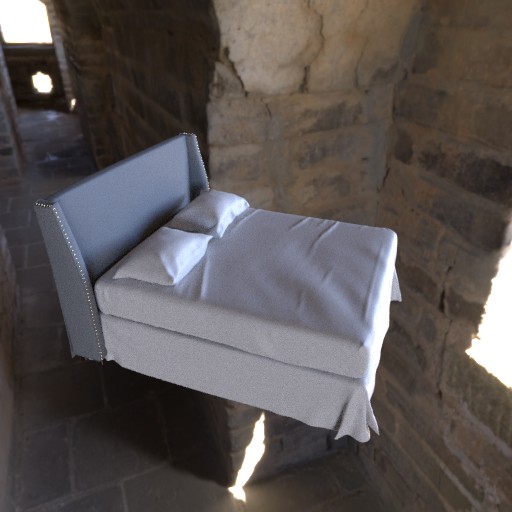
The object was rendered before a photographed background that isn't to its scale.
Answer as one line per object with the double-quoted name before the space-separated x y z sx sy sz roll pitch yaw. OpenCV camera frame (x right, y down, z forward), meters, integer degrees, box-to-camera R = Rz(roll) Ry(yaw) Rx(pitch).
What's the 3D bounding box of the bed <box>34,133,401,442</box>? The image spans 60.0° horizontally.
"bed" 0.000 0.000 3.485 2.276 1.332 1.925 11 31 18
